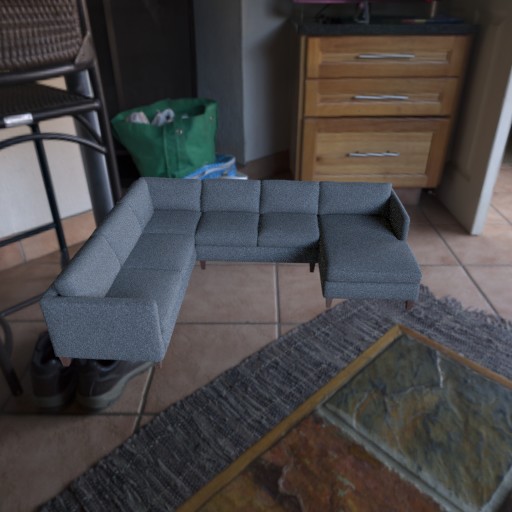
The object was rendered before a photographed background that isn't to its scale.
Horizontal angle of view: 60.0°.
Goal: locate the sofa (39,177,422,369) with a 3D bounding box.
[{"bbox_3d":[0.000,0.000,4.513,3.238,0.853,2.551,1,30,2],"label":"sofa"}]
